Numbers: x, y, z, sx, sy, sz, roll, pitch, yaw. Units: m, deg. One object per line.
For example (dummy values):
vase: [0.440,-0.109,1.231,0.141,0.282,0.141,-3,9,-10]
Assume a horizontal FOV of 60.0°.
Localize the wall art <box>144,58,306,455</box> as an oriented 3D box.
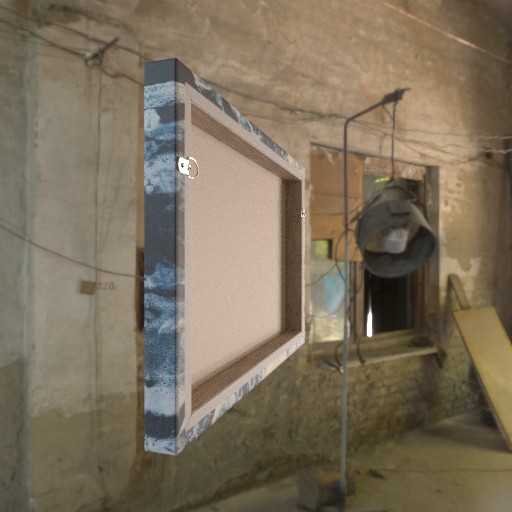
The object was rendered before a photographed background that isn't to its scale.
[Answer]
wall art: [0.000,0.000,0.744,0.043,0.407,0.609,0,0,19]
